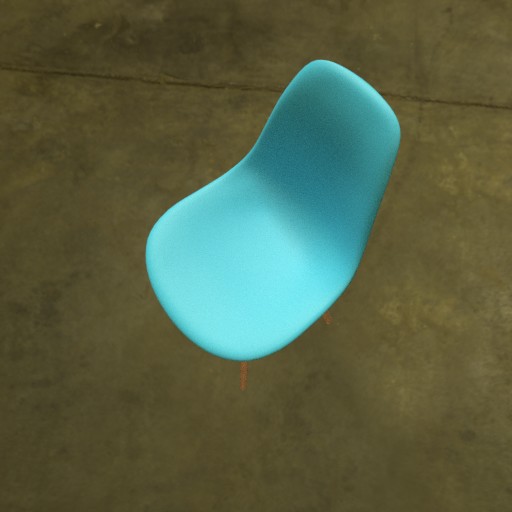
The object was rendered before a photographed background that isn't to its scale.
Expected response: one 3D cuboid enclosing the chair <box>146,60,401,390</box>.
[{"bbox_3d":[0.000,0.000,1.137,0.531,0.826,0.470,-35,69,-16],"label":"chair"}]
